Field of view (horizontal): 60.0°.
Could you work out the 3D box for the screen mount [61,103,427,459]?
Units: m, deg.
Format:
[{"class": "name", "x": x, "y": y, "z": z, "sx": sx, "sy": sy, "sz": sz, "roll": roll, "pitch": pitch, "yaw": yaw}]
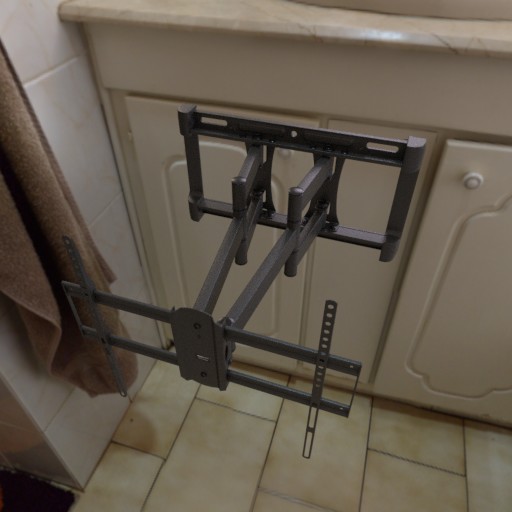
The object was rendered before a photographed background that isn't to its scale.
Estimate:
[{"class": "screen mount", "x": 0.000, "y": 0.000, "z": 0.919, "sx": 0.571, "sy": 0.424, "sz": 0.556, "roll": 13, "pitch": 43, "yaw": 14}]
